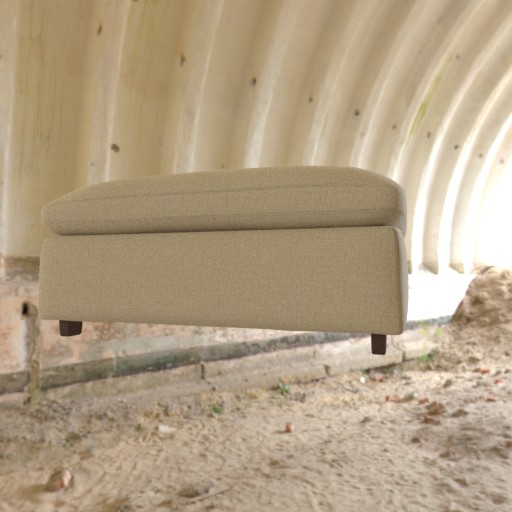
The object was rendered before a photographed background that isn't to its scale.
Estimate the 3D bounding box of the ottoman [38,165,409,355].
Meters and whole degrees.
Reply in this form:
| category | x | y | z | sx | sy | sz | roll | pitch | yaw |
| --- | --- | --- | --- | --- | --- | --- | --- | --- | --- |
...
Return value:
| category | x | y | z | sx | sy | sz | roll | pitch | yaw |
| --- | --- | --- | --- | --- | --- | --- | --- | --- | --- |
| ottoman | 0.000 | 0.000 | 1.505 | 0.977 | 0.467 | 0.996 | -1 | -2 | 18 |
